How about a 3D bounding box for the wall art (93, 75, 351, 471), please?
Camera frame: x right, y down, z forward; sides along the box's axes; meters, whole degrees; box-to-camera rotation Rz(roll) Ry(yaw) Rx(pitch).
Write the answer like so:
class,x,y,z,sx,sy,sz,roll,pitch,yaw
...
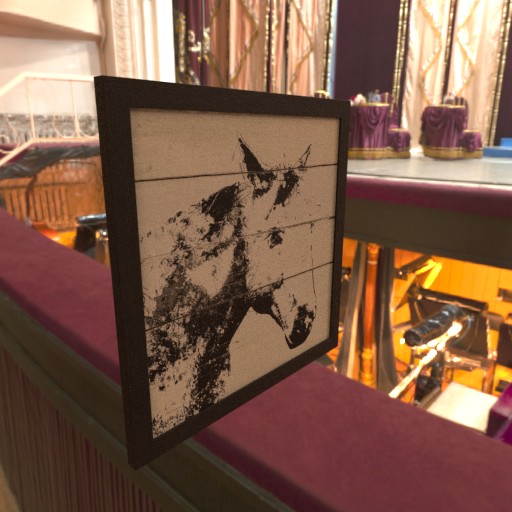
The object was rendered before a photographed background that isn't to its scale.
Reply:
class,x,y,z,sx,sy,sz,roll,pitch,yaw
wall art,0.000,0.000,1.458,0.038,1.016,1.016,14,20,41
